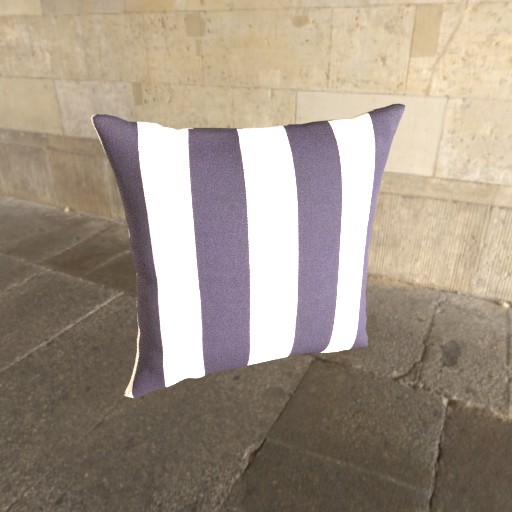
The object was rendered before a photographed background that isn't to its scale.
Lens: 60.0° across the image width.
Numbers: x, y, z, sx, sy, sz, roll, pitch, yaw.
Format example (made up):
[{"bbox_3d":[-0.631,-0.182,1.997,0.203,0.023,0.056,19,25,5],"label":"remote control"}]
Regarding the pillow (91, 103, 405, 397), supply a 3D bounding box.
[{"bbox_3d":[0.000,0.000,0.822,0.536,0.526,0.189,-8,27,-16],"label":"pillow"}]
